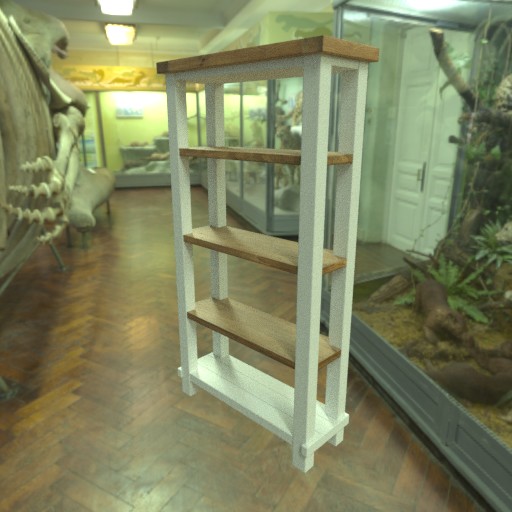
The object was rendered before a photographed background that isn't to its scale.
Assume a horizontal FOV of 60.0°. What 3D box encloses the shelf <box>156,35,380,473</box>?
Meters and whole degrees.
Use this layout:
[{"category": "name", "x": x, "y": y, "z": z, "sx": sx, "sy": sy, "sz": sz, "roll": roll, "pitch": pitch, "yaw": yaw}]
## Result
[{"category": "shelf", "x": 0.000, "y": 0.000, "z": 2.262, "sx": 1.022, "sy": 1.878, "sz": 0.381, "roll": 16, "pitch": 23, "yaw": 42}]
